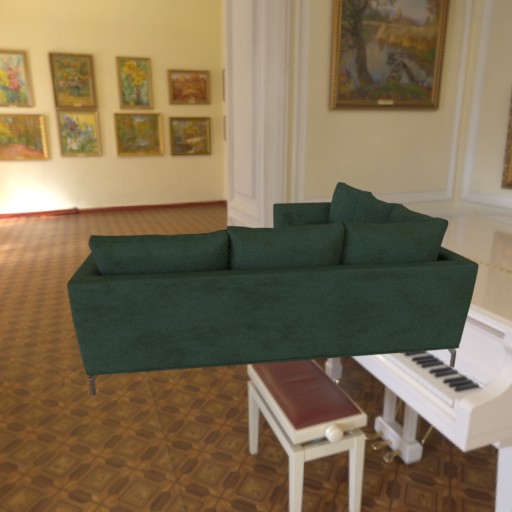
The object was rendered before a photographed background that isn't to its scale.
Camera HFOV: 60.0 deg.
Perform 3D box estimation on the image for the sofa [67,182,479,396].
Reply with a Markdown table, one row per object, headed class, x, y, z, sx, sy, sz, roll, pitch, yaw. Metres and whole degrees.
| class | x | y | z | sx | sy | sz | roll | pitch | yaw |
| --- | --- | --- | --- | --- | --- | --- | --- | --- | --- |
| sofa | 0.000 | 0.000 | 3.807 | 2.452 | 1.004 | 2.468 | -2 | 16 | -8 |
